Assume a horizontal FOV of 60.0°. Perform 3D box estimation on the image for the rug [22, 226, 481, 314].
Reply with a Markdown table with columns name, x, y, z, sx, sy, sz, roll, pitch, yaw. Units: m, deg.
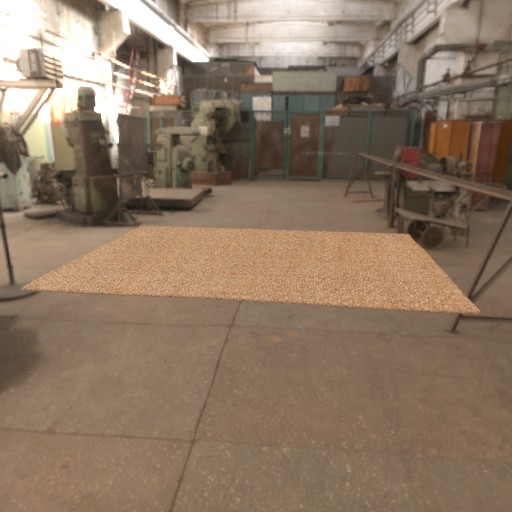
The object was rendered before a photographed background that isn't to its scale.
| name | x | y | z | sx | sy | sz | roll | pitch | yaw |
| --- | --- | --- | --- | --- | --- | --- | --- | --- | --- |
| rug | 0.000 | 0.000 | 2.753 | 2.141 | 0.013 | 1.566 | 2 | 16 | 7 |
